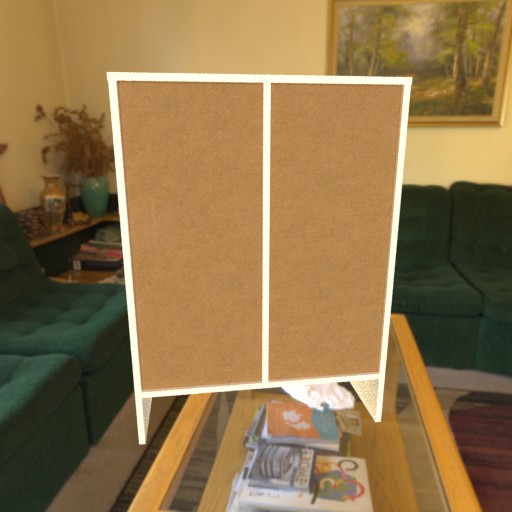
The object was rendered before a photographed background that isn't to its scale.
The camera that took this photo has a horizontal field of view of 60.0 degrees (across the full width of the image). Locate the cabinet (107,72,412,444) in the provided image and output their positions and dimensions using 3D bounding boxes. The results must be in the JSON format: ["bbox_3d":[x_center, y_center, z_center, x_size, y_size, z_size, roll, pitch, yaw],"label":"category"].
[{"bbox_3d":[0.000,0.000,1.113,0.600,0.815,0.296,-2,16,-8],"label":"cabinet"}]
